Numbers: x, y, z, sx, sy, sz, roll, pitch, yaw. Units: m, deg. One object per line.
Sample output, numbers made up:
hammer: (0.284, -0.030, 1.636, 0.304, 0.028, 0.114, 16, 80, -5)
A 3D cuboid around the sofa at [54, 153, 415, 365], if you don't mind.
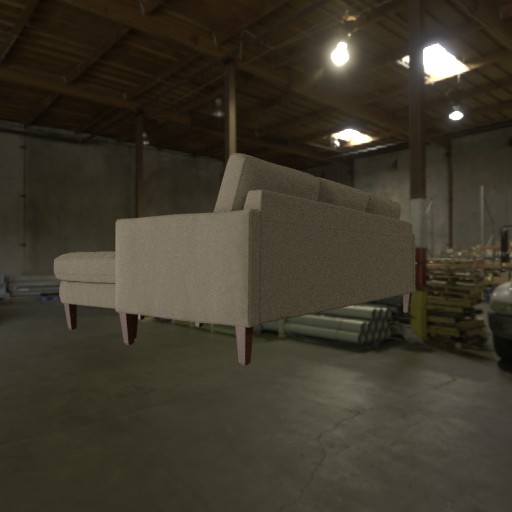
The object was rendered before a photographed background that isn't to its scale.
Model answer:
sofa: (0.000, 0.000, 2.999, 1.506, 0.875, 2.178, 0, 0, 36)
